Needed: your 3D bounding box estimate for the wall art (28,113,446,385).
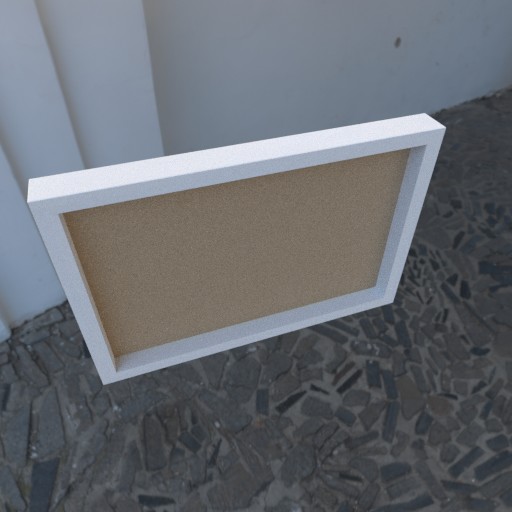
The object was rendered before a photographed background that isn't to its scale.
[{"bbox_3d":[0.000,0.000,0.484,0.384,0.254,0.039,-13,43,-14],"label":"wall art"}]
